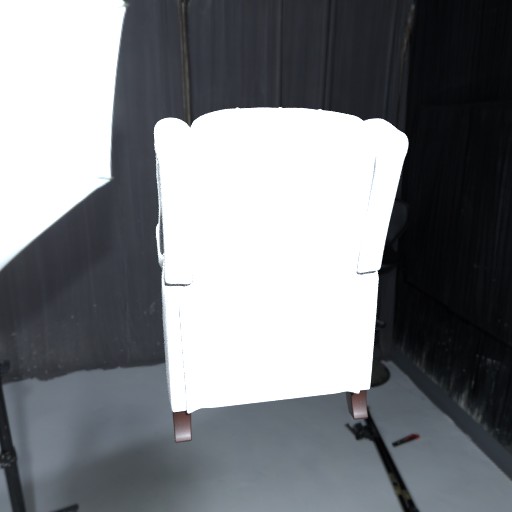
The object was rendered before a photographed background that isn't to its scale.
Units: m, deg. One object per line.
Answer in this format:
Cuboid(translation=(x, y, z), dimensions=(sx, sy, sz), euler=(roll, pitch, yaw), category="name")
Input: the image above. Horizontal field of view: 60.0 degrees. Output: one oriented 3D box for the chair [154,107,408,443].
Cuboid(translation=(0.000, 0.000, 1.668), dimensions=(0.742, 1.035, 0.902), euler=(-3, 17, -11), category="chair")
